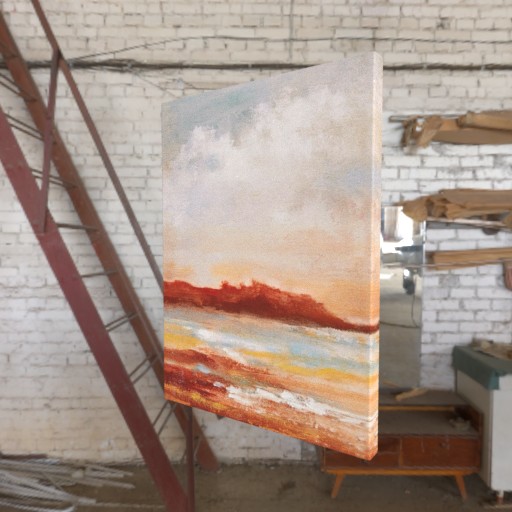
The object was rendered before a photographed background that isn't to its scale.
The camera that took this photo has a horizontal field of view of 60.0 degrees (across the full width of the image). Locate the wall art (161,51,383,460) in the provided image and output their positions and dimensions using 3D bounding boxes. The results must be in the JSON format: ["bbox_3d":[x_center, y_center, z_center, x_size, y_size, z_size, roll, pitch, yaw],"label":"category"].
[{"bbox_3d":[0.000,0.000,0.792,0.443,0.605,0.035,2,4,35],"label":"wall art"}]
